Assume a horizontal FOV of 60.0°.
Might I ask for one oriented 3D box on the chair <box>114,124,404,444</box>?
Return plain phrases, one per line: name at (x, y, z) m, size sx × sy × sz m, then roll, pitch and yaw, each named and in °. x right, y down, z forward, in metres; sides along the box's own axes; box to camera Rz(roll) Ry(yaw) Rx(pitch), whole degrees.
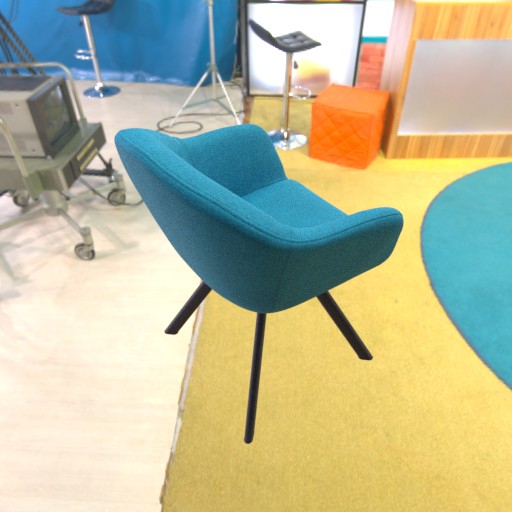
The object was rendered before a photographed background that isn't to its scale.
chair at (0.000, 0.000, 1.155) m, size 0.565 × 0.775 × 0.545 m, roll -25°, pitch 45°, yaw -27°
